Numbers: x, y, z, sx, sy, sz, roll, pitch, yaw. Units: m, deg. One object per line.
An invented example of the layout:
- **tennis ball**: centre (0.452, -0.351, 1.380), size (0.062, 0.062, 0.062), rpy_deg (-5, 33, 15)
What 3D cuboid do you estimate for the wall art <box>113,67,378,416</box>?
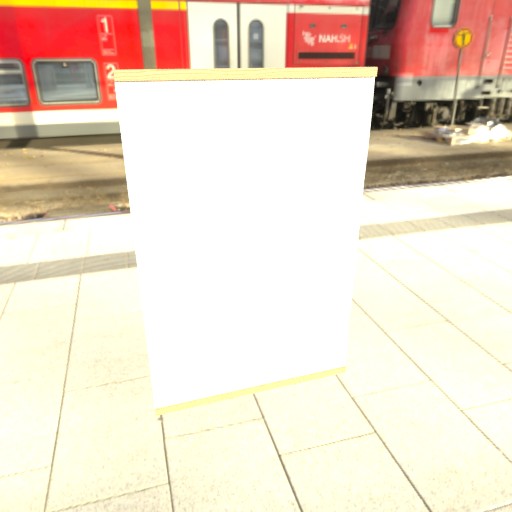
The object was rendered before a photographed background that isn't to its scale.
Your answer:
- **wall art**: centre (0.000, 0.000, 1.950), size (1.011, 1.521, 0.025), rpy_deg (-8, 26, -16)
